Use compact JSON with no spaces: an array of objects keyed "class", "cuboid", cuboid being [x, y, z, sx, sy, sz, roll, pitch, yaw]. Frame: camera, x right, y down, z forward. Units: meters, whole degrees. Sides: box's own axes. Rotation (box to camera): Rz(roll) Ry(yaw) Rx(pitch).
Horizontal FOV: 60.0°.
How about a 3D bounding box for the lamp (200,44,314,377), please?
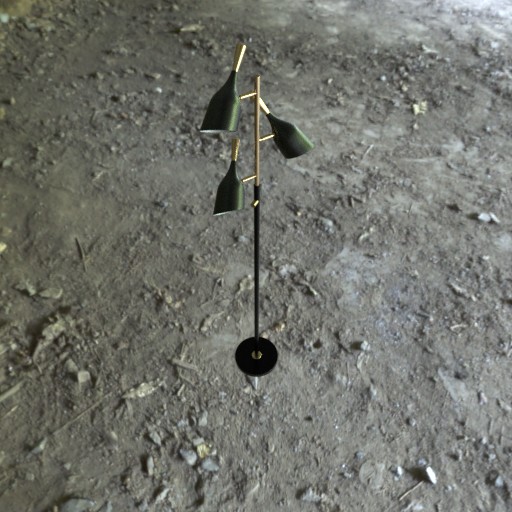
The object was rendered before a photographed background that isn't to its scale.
[{"class":"lamp","cuboid":[0.000,0.000,1.948,0.434,1.778,0.253,-25,53,-21]}]
